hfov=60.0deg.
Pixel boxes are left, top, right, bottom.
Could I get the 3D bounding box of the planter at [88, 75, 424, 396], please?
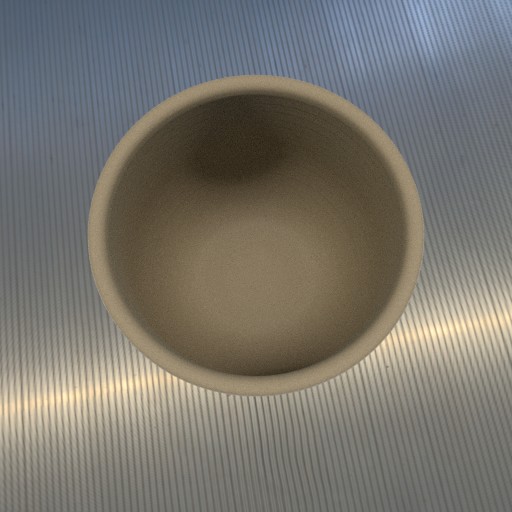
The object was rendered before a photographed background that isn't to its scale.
[{"bbox_3d":[0.000,0.000,0.216,0.124,0.109,0.124,0,76,0],"label":"planter"}]
